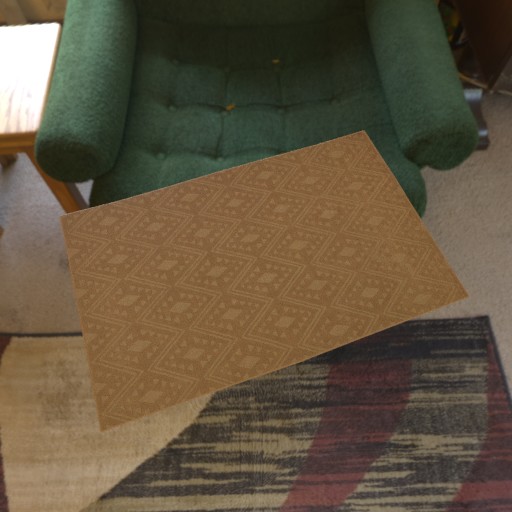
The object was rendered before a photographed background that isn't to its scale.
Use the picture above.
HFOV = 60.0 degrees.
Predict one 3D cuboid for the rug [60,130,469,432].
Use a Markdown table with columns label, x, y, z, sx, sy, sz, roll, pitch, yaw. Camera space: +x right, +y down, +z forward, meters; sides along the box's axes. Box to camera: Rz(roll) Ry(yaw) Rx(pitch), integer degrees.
| label | x | y | z | sx | sy | sz | roll | pitch | yaw |
| --- | --- | --- | --- | --- | --- | --- | --- | --- | --- |
| rug | 0.000 | 0.000 | 3.045 | 2.430 | 0.053 | 1.553 | -18 | 64 | -9 |
